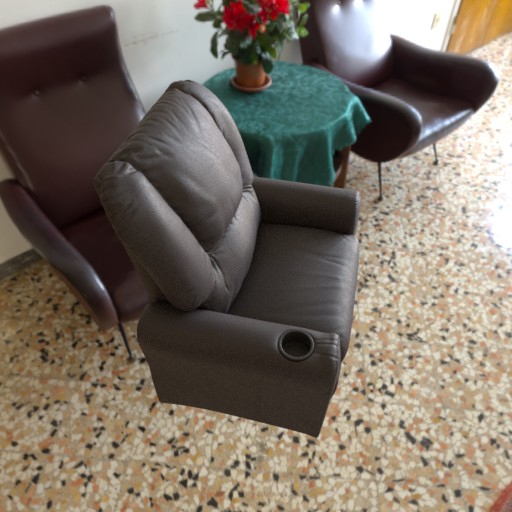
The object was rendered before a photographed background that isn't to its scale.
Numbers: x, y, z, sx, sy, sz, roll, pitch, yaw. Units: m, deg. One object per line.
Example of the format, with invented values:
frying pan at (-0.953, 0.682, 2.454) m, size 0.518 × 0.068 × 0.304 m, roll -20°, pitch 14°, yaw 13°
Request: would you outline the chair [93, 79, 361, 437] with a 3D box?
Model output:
chair at (0.000, 0.000, 1.112) m, size 0.521 × 0.709 × 0.610 m, roll 10°, pitch 47°, yaw 10°
